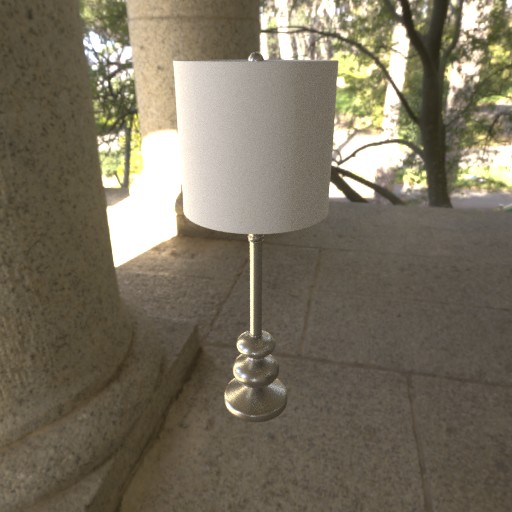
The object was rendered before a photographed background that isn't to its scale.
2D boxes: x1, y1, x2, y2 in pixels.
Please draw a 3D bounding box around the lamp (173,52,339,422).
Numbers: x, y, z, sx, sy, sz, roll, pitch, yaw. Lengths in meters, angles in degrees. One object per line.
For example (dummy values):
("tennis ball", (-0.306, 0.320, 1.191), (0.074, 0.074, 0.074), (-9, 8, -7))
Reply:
("lamp", (0.000, 0.000, 0.825), (0.254, 0.690, 0.254), (-7, 25, -16))
